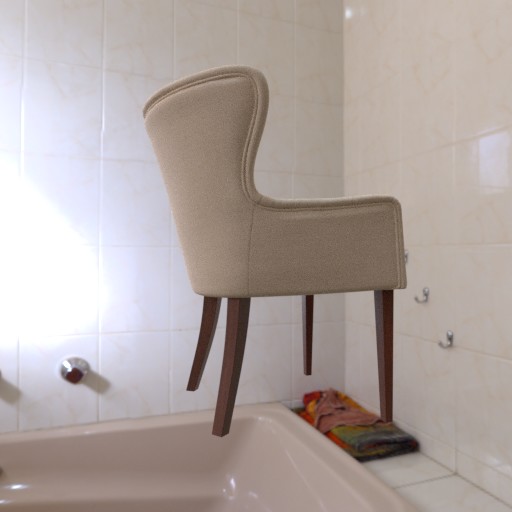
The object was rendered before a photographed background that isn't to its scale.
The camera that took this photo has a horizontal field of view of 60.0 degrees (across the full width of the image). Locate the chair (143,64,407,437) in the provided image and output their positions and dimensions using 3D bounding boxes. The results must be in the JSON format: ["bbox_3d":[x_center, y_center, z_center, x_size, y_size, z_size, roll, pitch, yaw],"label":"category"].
[{"bbox_3d":[0.000,0.000,1.494,0.744,0.990,0.696,0,0,-18],"label":"chair"}]
